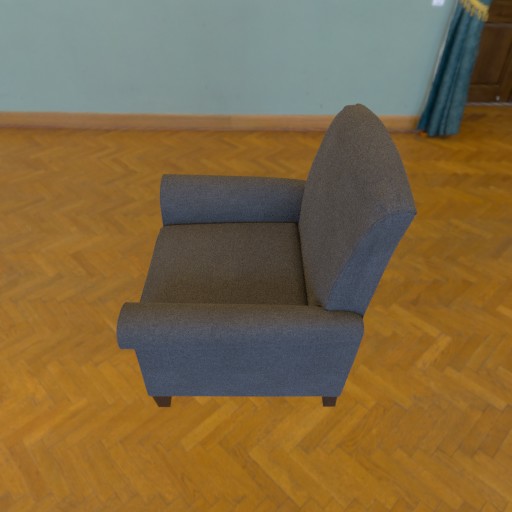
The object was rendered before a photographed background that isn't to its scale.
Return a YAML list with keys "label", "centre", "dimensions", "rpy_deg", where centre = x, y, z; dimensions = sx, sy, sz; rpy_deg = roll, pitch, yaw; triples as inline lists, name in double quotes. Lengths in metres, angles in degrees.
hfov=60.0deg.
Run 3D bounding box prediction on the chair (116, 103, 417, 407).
- label: "chair"
  centre: [0.000, 0.000, 1.788]
  dimensions: [0.905, 1.061, 0.978]
  rpy_deg: [0, 40, 0]
